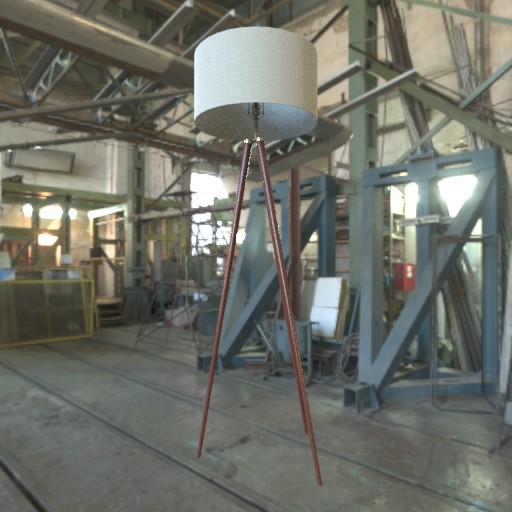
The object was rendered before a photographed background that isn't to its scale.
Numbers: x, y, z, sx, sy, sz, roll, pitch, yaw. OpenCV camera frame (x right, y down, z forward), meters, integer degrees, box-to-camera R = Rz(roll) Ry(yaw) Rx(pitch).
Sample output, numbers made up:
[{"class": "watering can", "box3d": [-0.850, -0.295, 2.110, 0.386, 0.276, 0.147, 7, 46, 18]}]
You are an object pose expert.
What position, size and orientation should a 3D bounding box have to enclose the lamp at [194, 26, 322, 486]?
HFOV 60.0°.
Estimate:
[{"class": "lamp", "box3d": [0.000, 0.000, 1.734, 0.483, 1.553, 0.483, 0, -1, 1]}]
